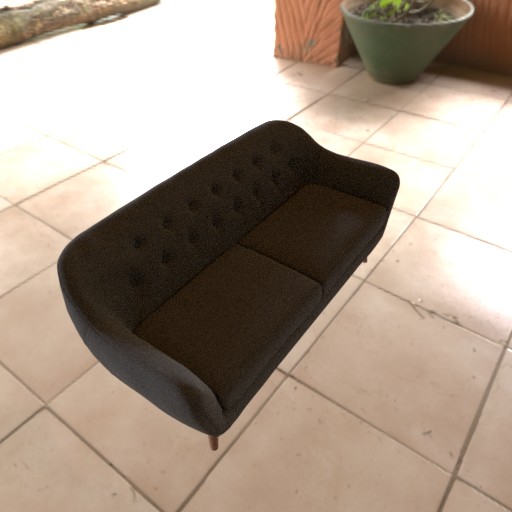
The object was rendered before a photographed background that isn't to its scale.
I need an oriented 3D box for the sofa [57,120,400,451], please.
[{"bbox_3d":[0.000,0.000,2.284,0.820,0.820,1.840,25,47,26],"label":"sofa"}]
